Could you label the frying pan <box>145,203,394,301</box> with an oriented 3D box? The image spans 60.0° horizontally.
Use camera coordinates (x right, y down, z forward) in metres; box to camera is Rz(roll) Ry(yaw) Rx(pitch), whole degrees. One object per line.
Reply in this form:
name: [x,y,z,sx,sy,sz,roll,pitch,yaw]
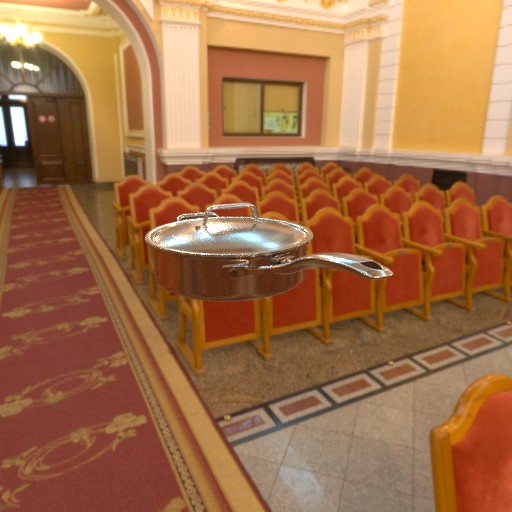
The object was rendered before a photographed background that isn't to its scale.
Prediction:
frying pan: [0.000,0.000,0.583,0.245,0.111,0.492,-8,18,-25]
